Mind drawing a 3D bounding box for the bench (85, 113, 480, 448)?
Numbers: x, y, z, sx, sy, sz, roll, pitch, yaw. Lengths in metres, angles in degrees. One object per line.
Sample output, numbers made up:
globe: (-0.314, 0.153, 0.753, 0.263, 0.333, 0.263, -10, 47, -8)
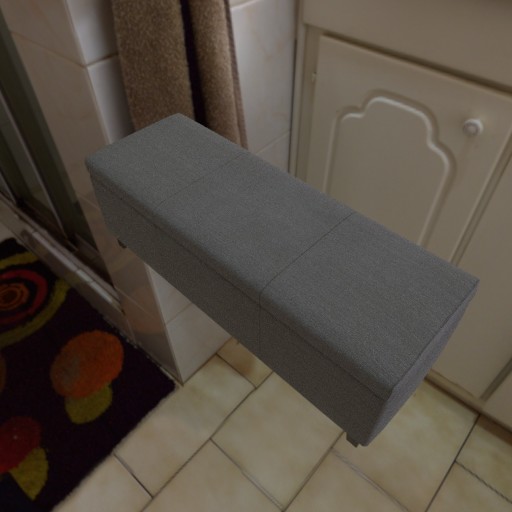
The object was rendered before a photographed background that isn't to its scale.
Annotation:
bench: (0.000, 0.000, 1.503, 1.269, 0.438, 0.446, 35, 56, 28)
